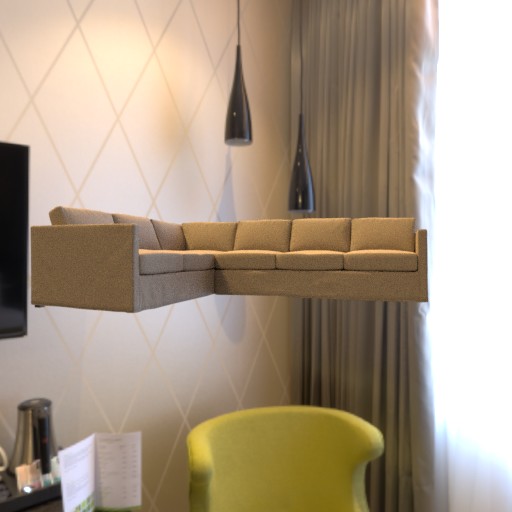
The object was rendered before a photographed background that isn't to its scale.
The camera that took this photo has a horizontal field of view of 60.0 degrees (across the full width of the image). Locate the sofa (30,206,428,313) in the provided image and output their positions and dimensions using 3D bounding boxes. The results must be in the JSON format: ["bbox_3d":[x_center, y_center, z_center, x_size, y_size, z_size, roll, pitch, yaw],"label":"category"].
[{"bbox_3d":[0.000,0.000,4.339,3.182,0.871,2.432,0,0,18],"label":"sofa"}]
